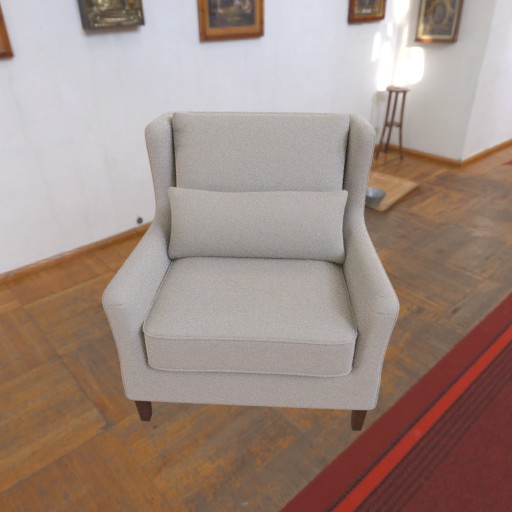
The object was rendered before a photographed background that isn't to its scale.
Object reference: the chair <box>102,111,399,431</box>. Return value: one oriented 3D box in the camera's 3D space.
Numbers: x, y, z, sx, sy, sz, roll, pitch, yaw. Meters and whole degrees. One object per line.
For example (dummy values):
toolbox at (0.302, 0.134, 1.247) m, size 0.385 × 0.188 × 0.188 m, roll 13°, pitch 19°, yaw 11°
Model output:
chair at (0.000, 0.000, 1.900) m, size 0.982 × 1.056 × 1.040 m, roll 2°, pitch 30°, yaw 3°
